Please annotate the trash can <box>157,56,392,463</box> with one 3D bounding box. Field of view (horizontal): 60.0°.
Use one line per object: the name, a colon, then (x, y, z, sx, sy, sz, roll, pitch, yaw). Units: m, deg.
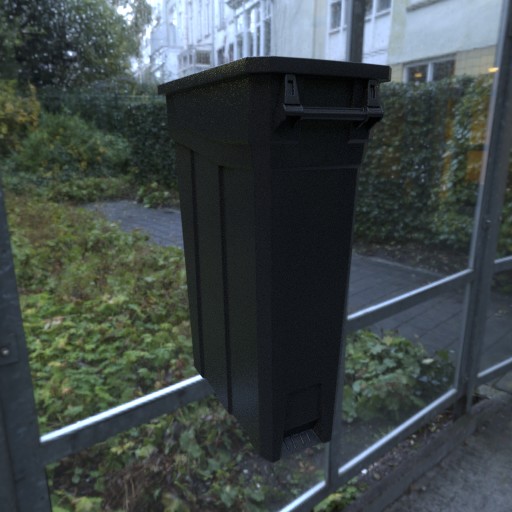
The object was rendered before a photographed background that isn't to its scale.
trash can: (0.000, 0.000, 1.017, 0.281, 0.762, 0.559, -8, 18, -26)
